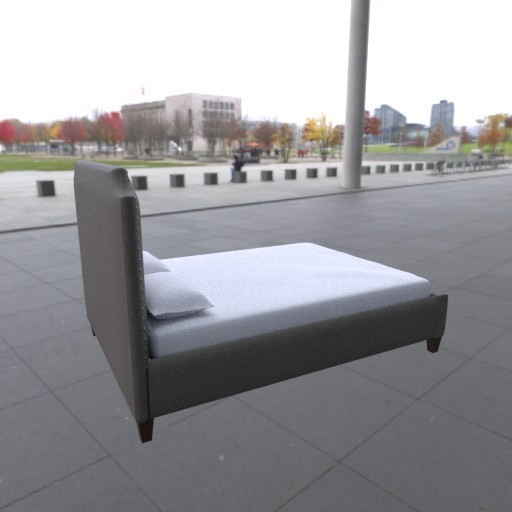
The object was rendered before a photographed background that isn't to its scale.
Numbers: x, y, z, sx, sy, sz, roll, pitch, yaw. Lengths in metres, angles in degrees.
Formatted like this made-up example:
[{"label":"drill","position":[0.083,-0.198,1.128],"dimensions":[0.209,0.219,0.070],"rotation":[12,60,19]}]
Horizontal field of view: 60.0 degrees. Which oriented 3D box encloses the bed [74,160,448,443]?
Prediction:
[{"label":"bed","position":[0.000,0.000,3.402],"dimensions":[2.372,1.443,1.712],"rotation":[-7,16,-28]}]
